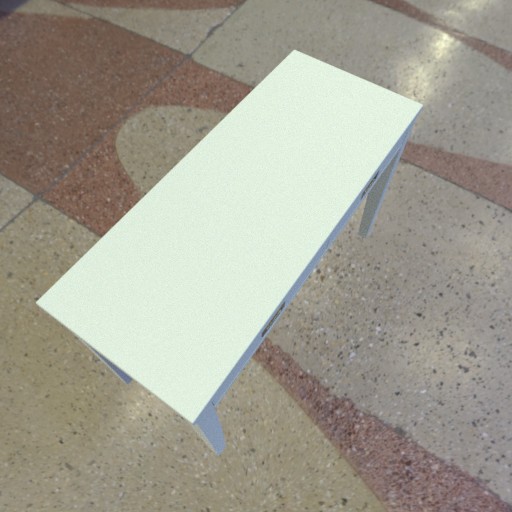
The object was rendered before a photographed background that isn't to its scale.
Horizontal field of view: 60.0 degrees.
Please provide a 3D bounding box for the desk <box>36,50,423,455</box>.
[{"bbox_3d":[0.000,0.000,1.627,0.508,0.775,1.220,31,65,16],"label":"desk"}]
